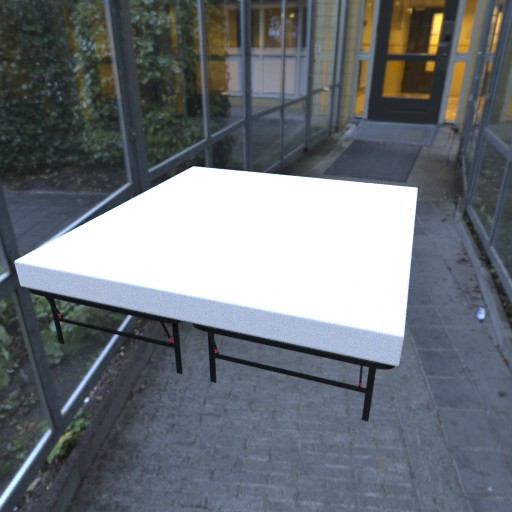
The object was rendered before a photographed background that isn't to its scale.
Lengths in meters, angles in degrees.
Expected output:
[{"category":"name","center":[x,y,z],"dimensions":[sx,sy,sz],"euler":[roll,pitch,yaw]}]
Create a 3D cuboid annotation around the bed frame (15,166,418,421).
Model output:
[{"category":"bed frame","center":[0.000,0.000,2.976],"dimensions":[1.930,0.559,2.032],"euler":[9,27,18]}]
